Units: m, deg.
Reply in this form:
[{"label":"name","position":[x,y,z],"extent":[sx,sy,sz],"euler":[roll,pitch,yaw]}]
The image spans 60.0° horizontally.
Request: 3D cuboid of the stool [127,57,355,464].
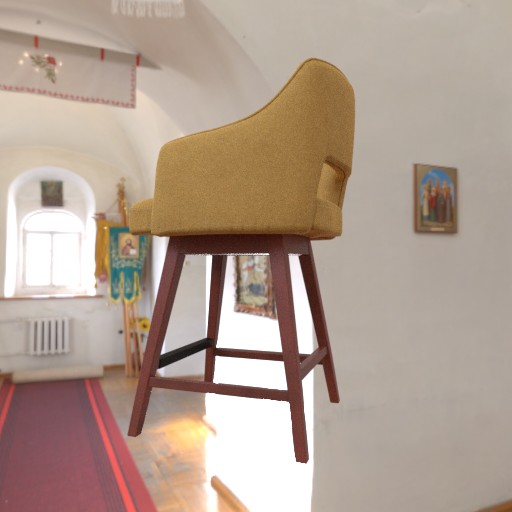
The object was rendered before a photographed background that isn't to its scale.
[{"label":"stool","position":[0.000,0.000,1.266],"extent":[0.558,0.924,0.548],"euler":[0,0,20]}]
